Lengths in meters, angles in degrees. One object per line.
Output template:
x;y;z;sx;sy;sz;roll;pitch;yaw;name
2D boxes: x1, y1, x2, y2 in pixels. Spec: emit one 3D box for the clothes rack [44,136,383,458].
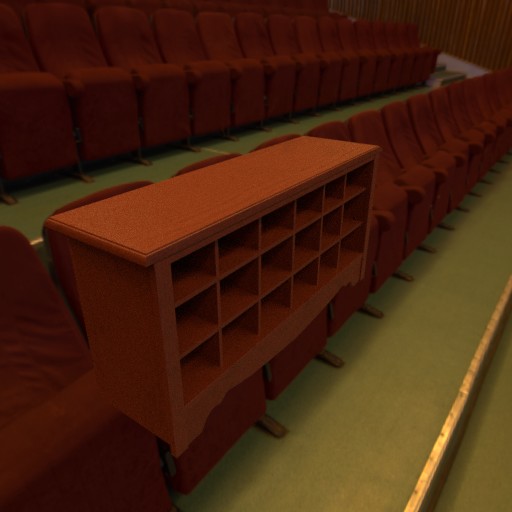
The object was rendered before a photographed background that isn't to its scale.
0.000;0.000;1.554;0.362;0.594;1.251;18;31;32;clothes rack
